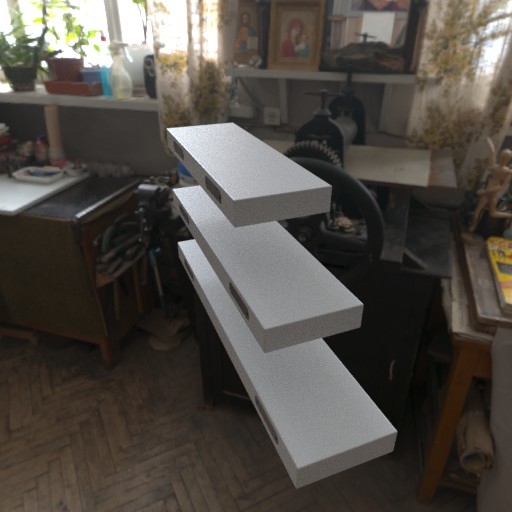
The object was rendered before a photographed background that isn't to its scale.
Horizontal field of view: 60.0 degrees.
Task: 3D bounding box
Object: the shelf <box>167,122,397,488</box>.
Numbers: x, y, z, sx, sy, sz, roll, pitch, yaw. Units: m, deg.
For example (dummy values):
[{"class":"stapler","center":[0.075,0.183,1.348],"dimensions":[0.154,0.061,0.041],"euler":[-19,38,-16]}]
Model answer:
[{"class":"shelf","center":[0.000,0.000,0.727],"dimensions":[0.140,0.293,0.610],"euler":[-11,31,-19]}]
